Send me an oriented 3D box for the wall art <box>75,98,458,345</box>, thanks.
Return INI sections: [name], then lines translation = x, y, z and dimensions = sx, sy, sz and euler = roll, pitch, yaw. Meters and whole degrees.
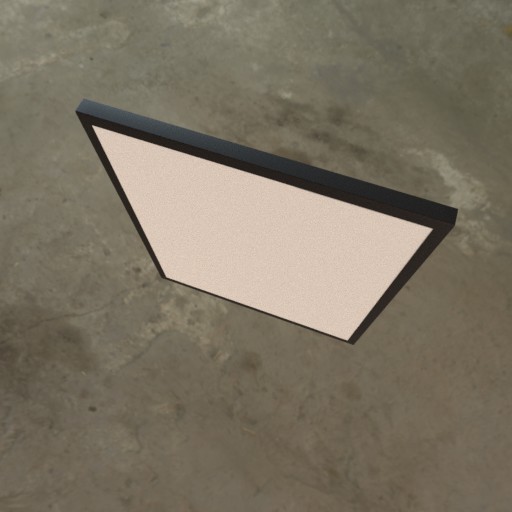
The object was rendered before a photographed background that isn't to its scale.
[wall art]
translation = 0.000, 0.000, 0.707
dimensions = 0.430, 0.509, 0.021
euler = 18, 67, 8
